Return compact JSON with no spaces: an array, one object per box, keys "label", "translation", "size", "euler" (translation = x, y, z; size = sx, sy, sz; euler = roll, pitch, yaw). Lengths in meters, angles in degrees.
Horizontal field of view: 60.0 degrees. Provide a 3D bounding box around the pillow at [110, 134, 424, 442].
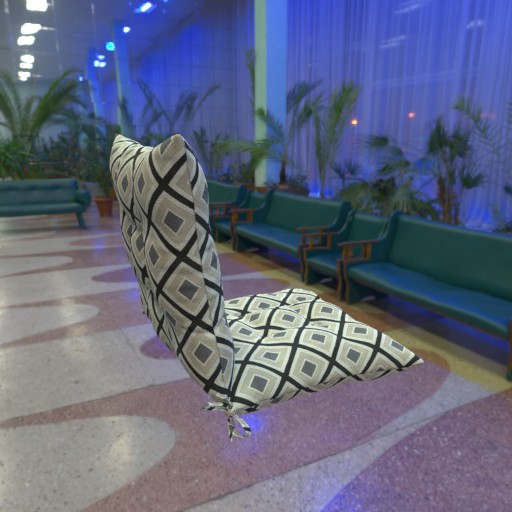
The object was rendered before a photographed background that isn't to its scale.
[{"label":"pillow","translation":[0.000,0.000,1.008],"size":[0.585,0.536,0.541],"euler":[-7,17,-25]}]
